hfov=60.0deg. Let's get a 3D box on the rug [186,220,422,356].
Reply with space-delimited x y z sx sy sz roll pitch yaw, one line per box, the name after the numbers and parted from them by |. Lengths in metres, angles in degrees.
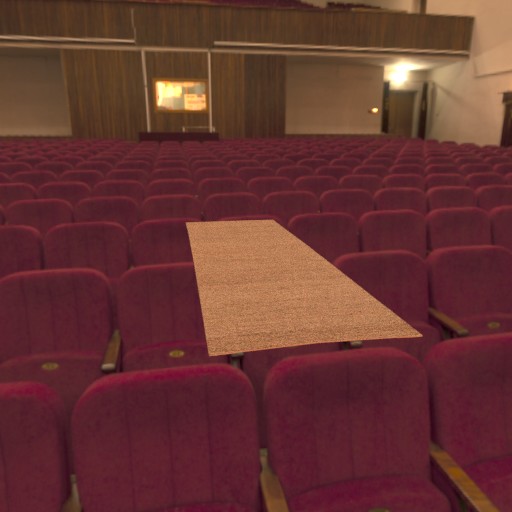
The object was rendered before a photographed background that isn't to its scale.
0.000 0.000 2.592 0.741 0.014 2.390 -3 15 -10 | rug
